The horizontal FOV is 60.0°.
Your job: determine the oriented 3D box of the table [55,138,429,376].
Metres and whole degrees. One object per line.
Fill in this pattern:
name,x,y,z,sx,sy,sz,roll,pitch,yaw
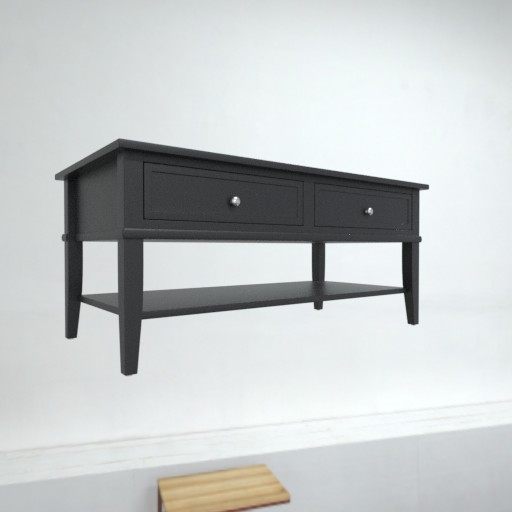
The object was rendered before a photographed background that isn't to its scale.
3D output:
table,0.000,0.000,1.372,1.044,0.470,0.523,-1,1,-37
